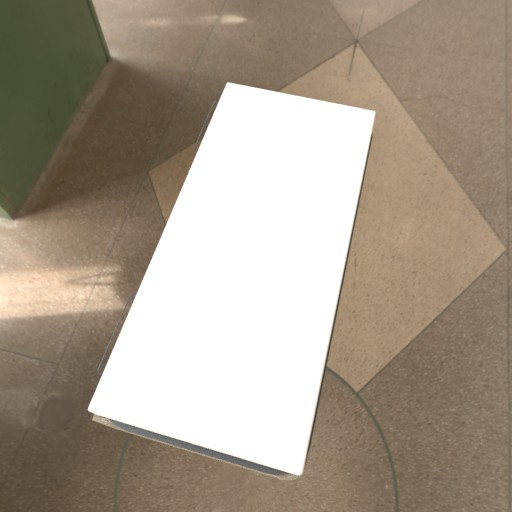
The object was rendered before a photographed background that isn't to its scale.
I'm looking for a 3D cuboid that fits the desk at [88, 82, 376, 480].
[{"bbox_3d":[0.000,0.000,2.257,0.900,0.455,1.900,14,64,7],"label":"desk"}]
